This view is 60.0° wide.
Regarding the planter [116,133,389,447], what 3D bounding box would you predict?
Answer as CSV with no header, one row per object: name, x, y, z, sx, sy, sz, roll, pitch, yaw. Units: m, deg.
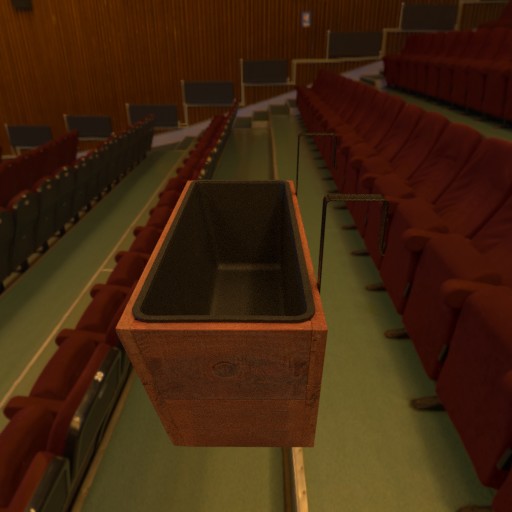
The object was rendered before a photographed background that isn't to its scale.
planter,0.000,0.000,0.647,0.262,0.289,0.480,0,26,0
